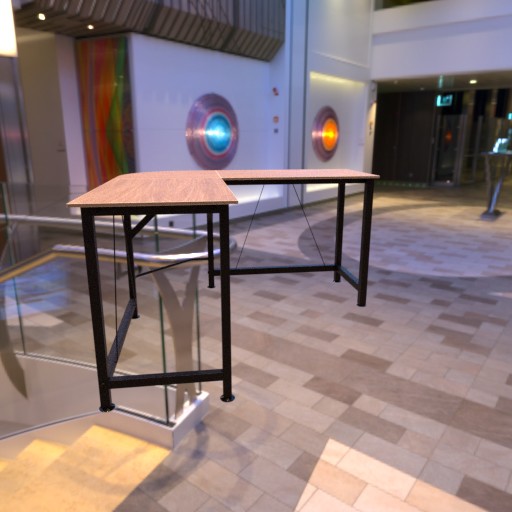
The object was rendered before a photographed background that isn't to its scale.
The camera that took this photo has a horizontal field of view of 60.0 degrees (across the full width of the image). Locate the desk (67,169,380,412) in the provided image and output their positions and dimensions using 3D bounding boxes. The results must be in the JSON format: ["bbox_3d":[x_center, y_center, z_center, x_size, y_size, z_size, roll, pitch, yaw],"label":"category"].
[{"bbox_3d":[0.000,0.000,2.252,1.400,0.762,1.400,-2,15,-8],"label":"desk"}]
